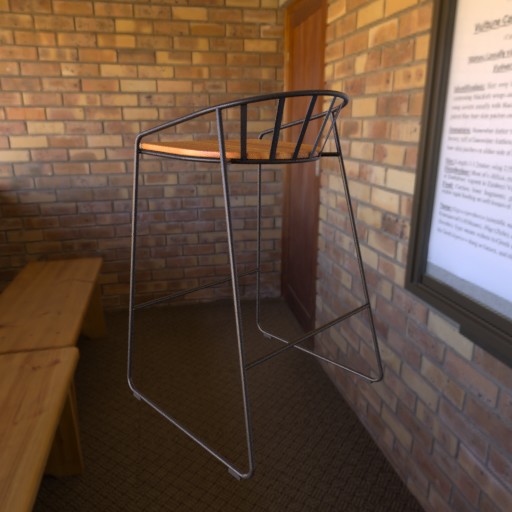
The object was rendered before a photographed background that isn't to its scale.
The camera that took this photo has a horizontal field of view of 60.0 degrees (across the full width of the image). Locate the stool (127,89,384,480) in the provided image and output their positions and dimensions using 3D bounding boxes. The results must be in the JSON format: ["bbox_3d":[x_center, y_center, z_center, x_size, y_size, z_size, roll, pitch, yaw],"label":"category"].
[{"bbox_3d":[0.000,0.000,1.185,0.546,0.812,0.521,-16,23,-42],"label":"stool"}]
